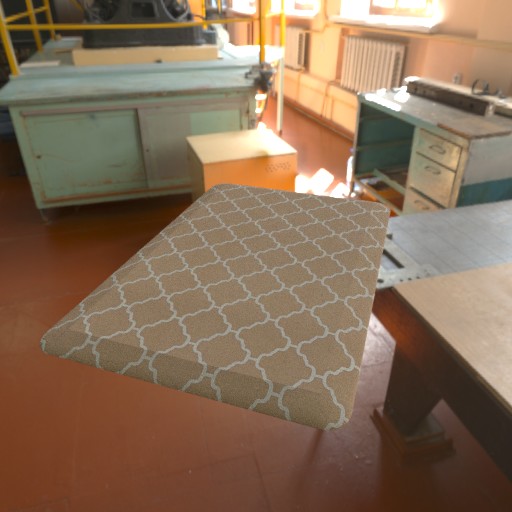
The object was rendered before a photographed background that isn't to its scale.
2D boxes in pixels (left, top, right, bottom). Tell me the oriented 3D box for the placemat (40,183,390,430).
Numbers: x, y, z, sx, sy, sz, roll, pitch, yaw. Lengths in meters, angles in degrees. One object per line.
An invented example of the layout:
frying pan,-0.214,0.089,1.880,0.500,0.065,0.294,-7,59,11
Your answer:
placemat,0.000,0.000,0.945,0.508,0.021,0.762,10,32,16
